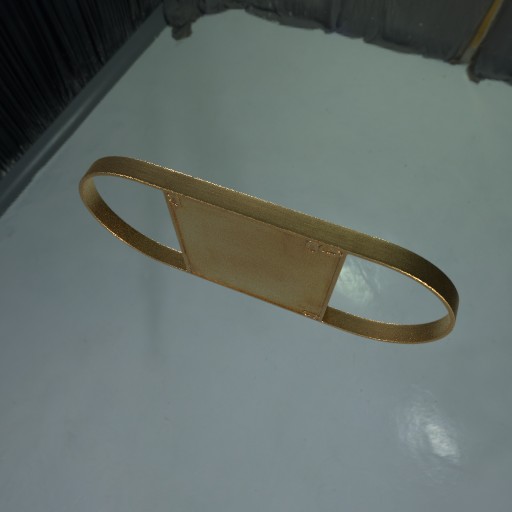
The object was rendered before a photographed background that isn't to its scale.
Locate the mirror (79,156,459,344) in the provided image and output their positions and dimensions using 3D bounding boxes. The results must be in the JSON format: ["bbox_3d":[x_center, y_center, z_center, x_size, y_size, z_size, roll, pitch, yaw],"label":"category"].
[{"bbox_3d":[0.000,0.000,0.669,0.584,0.254,0.032,20,64,10],"label":"mirror"}]
